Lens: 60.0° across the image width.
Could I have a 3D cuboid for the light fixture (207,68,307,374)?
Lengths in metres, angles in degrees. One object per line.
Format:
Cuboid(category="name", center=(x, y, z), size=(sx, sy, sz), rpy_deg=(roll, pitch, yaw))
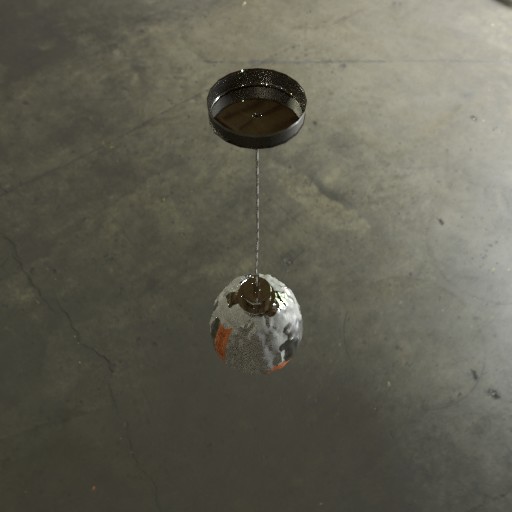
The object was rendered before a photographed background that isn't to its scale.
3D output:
Cuboid(category="light fixture", center=(0.000, 0.000, 1.758), size=(0.500, 1.511, 0.496), rpy_deg=(33, 64, 19))
